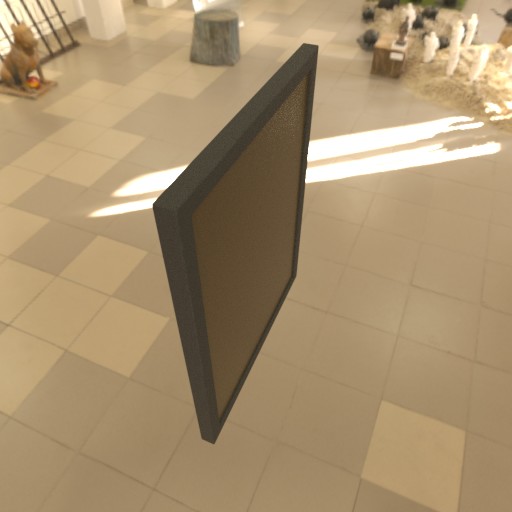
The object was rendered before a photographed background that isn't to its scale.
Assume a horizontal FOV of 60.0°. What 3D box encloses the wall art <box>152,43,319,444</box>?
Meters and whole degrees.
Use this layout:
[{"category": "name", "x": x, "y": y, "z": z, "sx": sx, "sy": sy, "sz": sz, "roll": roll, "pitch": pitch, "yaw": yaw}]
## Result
[{"category": "wall art", "x": 0.000, "y": 0.000, "z": 0.773, "sx": 0.028, "sy": 0.558, "sz": 0.457, "roll": 17, "pitch": 48, "yaw": 16}]
